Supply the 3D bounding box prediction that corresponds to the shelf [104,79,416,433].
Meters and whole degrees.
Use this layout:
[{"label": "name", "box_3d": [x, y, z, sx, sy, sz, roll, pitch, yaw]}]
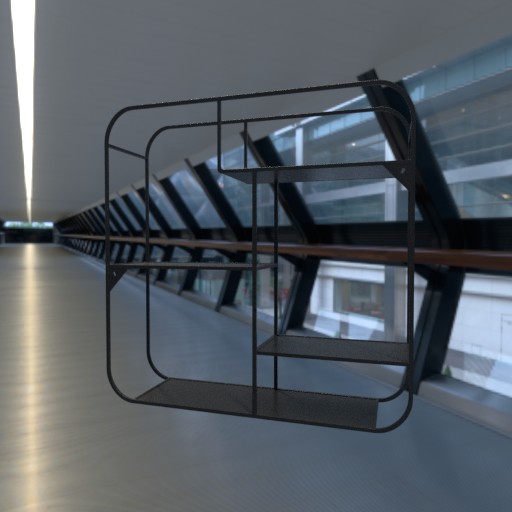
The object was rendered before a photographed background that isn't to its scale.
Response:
[{"label": "shelf", "box_3d": [0.000, 0.000, 0.900, 0.600, 0.600, 0.160, 1, 2, 17]}]
